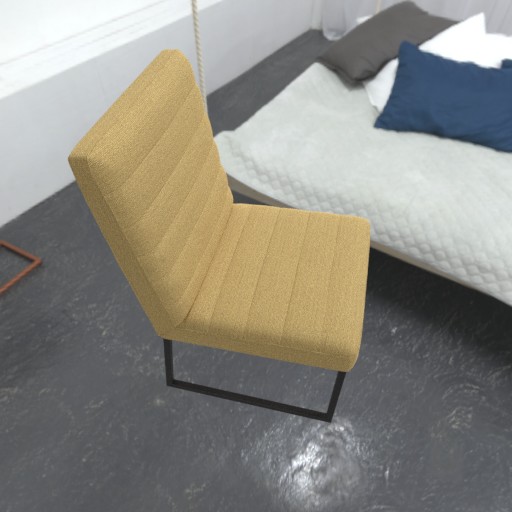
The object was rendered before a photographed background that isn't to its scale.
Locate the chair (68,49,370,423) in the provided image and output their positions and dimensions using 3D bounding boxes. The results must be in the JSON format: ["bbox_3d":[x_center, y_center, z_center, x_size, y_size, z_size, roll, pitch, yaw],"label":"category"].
[{"bbox_3d":[0.000,0.000,1.269,0.634,0.930,0.520,10,48,9],"label":"chair"}]
